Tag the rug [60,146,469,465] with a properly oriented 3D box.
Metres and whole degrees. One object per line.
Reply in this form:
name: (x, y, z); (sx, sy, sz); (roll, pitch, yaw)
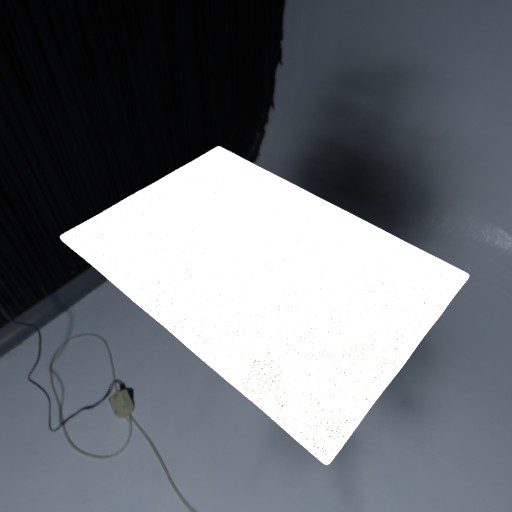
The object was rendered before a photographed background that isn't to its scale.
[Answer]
rug: (0.000, 0.000, 2.310); (1.778, 0.030, 1.219); (33, 54, 28)
